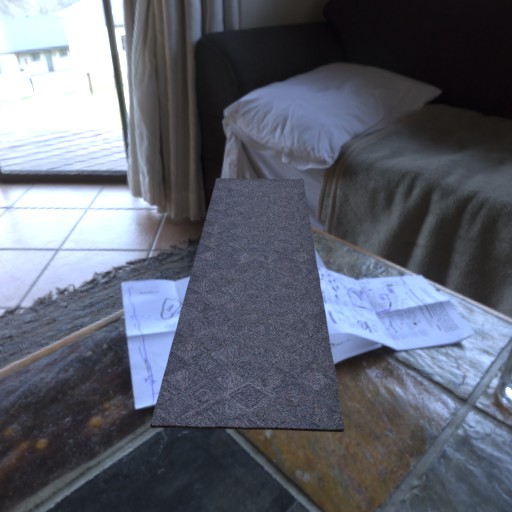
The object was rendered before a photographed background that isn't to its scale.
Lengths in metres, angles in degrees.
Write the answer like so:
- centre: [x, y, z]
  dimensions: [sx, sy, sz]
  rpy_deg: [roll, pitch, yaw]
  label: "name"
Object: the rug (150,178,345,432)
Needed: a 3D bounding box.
- centre: [0.000, 0.000, 2.525]
  dimensions: [0.691, 0.011, 2.296]
  rpy_deg: [1, 32, 1]
  label: "rug"
